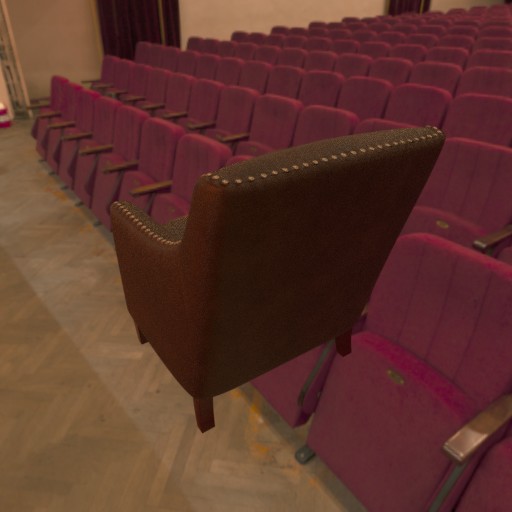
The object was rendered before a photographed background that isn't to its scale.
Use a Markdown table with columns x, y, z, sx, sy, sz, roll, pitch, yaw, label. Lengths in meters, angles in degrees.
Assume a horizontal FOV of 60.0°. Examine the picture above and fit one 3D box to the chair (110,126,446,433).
| x | y | z | sx | sy | sz | roll | pitch | yaw | label |
| --- | --- | --- | --- | --- | --- | --- | --- | --- | --- |
| 0.000 | 0.000 | 1.305 | 0.639 | 0.813 | 0.704 | -19 | 35 | -30 | chair |
